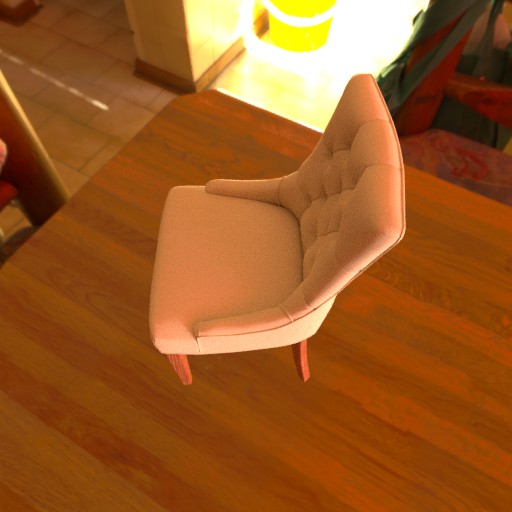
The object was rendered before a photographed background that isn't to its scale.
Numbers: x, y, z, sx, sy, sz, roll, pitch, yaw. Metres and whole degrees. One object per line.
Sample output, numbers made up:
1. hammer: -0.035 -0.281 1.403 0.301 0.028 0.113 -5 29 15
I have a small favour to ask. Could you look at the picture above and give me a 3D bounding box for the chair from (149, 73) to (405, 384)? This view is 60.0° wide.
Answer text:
1. chair: 0.000 0.000 1.231 0.565 0.874 0.509 0 59 0
